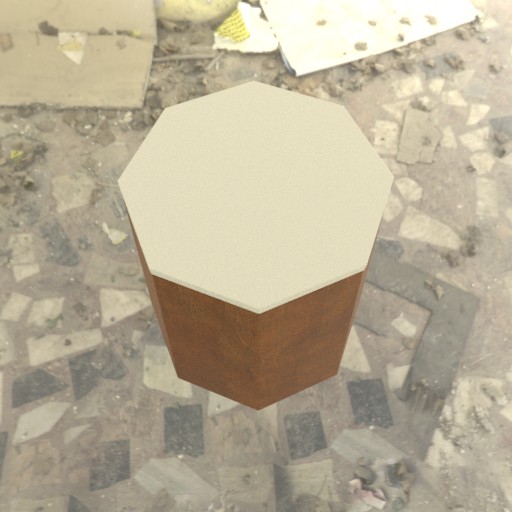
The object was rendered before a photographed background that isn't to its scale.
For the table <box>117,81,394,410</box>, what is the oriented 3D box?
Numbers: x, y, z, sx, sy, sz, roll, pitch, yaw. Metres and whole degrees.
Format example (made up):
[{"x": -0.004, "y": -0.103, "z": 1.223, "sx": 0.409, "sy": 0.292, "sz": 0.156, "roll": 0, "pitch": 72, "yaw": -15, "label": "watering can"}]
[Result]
[{"x": 0.000, "y": 0.000, "z": 0.798, "sx": 0.439, "sy": 0.457, "sz": 0.439, "roll": 18, "pitch": 64, "yaw": 9, "label": "table"}]
